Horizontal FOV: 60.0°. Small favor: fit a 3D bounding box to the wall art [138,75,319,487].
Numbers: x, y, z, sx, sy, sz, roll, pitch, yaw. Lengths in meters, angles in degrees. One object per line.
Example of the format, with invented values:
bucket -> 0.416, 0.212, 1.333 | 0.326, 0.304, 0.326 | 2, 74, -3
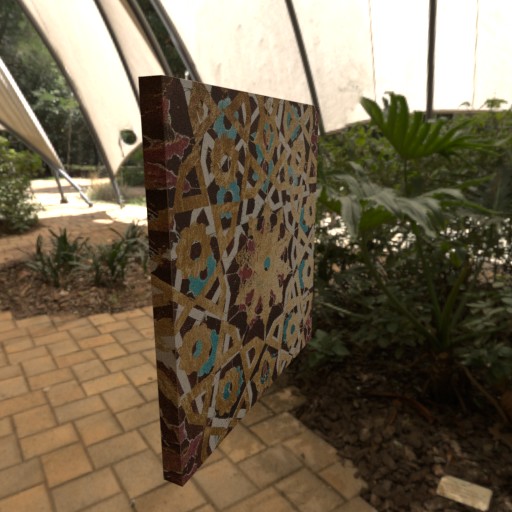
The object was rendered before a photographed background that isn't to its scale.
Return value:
wall art -> 0.000, 0.000, 0.900 | 0.041, 0.613, 0.609 | 7, 16, 25
